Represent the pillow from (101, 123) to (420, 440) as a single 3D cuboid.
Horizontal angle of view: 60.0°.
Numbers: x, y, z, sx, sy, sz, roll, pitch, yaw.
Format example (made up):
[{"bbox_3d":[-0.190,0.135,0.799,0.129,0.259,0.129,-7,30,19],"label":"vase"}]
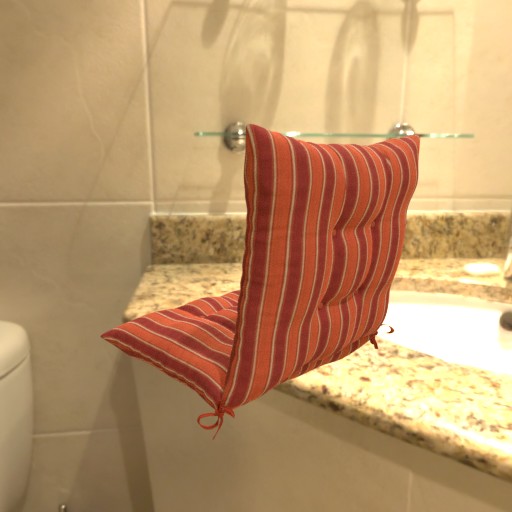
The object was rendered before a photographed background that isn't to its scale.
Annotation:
[{"bbox_3d":[0.000,0.000,1.006,0.541,0.536,0.585,-12,18,-42],"label":"pillow"}]
